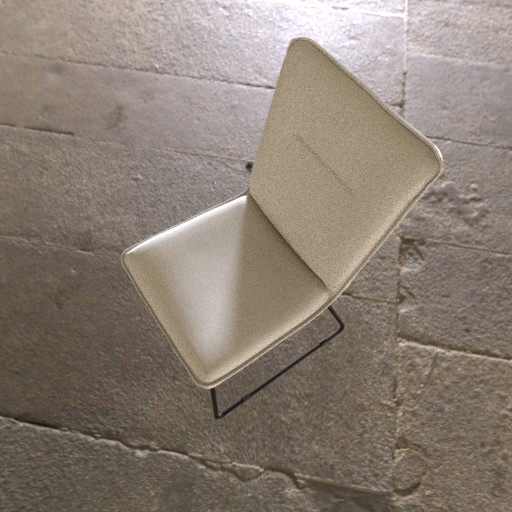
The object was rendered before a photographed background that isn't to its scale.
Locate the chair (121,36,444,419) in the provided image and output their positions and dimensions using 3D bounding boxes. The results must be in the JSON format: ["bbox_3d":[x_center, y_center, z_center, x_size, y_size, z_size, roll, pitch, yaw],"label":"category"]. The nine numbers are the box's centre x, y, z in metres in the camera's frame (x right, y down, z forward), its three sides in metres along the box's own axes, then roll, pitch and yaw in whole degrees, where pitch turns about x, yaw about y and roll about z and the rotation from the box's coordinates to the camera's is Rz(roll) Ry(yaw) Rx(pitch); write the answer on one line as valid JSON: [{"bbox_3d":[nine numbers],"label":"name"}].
[{"bbox_3d":[0.000,0.000,1.324,0.688,0.930,0.515,-31,66,-16],"label":"chair"}]
